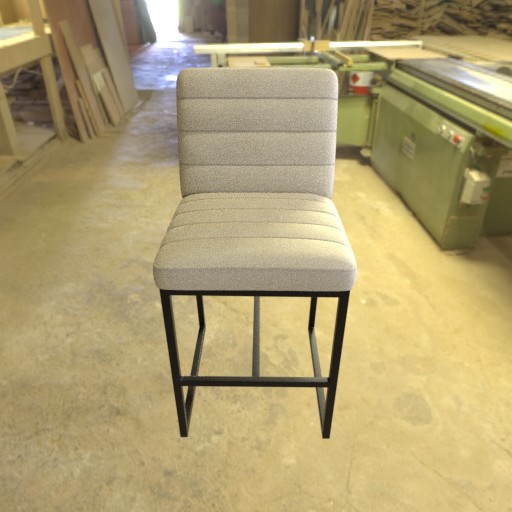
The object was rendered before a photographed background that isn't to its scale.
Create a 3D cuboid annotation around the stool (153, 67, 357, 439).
[{"bbox_3d":[0.000,0.000,1.274,0.460,0.940,0.560,0,31,1],"label":"stool"}]
